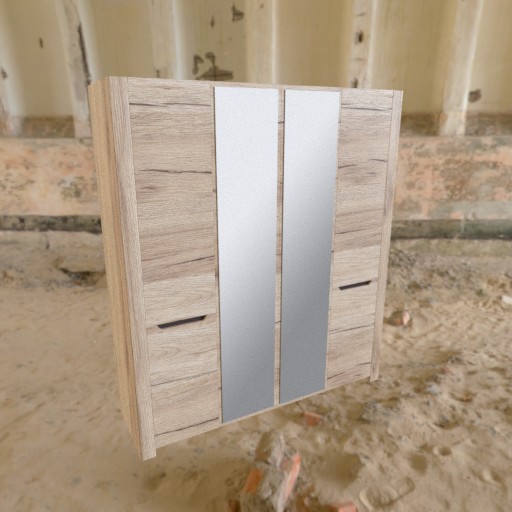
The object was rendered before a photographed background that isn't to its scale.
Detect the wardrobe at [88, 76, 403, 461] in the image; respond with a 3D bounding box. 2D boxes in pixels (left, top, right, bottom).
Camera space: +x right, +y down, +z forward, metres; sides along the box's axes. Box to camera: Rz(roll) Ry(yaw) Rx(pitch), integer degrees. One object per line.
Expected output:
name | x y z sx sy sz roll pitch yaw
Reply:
wardrobe | 0.000 0.000 2.916 1.810 2.070 0.580 -9 18 -27
